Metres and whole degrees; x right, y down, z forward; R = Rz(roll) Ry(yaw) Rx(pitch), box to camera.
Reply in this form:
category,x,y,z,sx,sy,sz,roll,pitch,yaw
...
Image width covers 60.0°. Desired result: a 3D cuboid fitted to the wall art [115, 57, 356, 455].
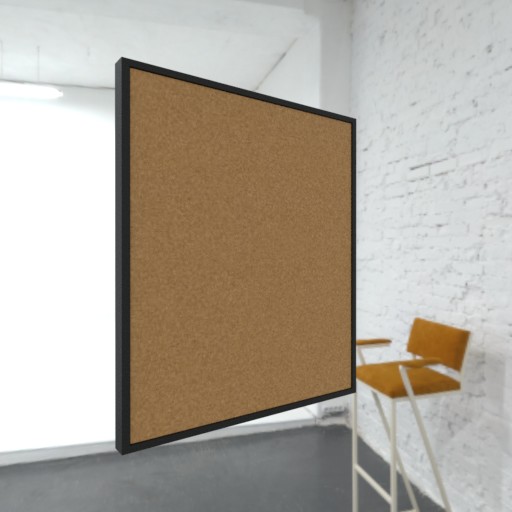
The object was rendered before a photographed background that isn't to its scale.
category,x,y,z,sx,sy,sz,roll,pitch,yaw
wall art,0.000,0.000,0.528,0.330,0.381,0.019,0,0,-36
